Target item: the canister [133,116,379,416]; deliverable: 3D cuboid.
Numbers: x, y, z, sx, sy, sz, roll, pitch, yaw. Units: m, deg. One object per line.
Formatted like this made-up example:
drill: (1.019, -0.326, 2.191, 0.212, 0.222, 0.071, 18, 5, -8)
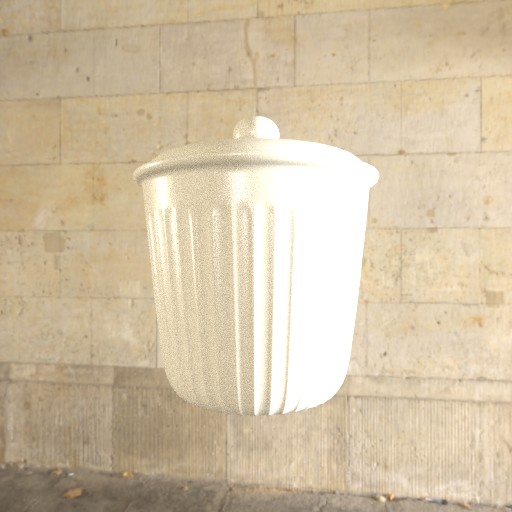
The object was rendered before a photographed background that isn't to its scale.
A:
canister: (0.000, 0.000, 0.338, 0.181, 0.211, 0.181, 0, 0, 0)
